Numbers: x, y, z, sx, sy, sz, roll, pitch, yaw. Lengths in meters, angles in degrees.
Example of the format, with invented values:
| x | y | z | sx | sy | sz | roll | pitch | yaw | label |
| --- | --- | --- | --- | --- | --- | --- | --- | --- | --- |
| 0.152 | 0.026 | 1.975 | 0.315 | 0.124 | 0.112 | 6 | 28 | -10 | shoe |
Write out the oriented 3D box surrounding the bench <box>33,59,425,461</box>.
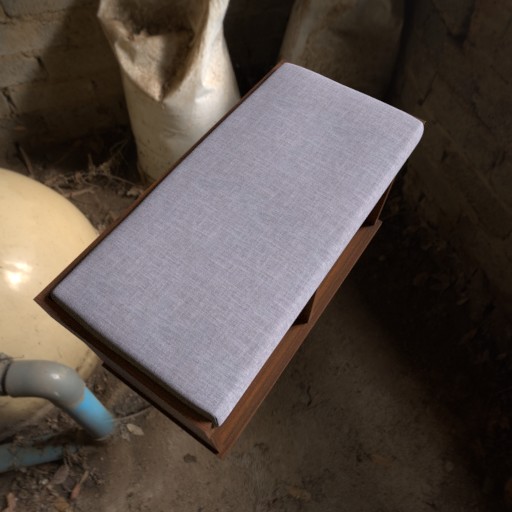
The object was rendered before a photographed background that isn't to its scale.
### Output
| x | y | z | sx | sy | sz | roll | pitch | yaw | label |
| --- | --- | --- | --- | --- | --- | --- | --- | --- | --- |
| 0.000 | 0.000 | 0.984 | 0.362 | 0.461 | 0.734 | 31 | 64 | 17 | bench |
